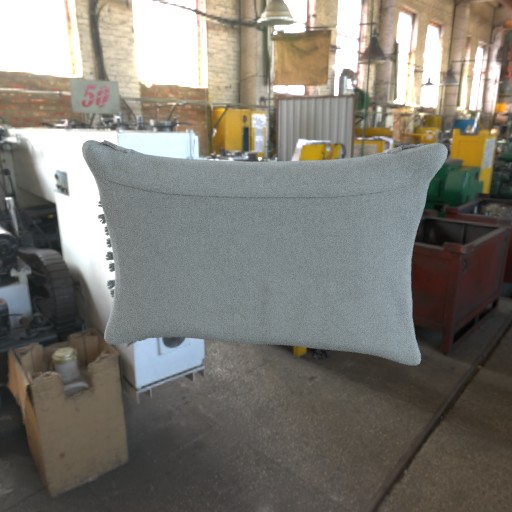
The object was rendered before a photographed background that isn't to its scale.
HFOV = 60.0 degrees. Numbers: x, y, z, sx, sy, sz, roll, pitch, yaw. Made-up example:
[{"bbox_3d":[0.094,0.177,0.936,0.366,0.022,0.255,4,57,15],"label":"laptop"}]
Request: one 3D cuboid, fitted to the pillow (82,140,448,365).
[{"bbox_3d":[0.000,0.000,0.603,0.466,0.305,0.084,2,17,7],"label":"pillow"}]
